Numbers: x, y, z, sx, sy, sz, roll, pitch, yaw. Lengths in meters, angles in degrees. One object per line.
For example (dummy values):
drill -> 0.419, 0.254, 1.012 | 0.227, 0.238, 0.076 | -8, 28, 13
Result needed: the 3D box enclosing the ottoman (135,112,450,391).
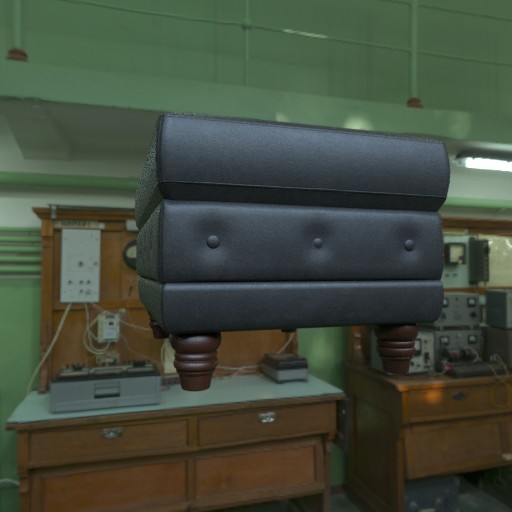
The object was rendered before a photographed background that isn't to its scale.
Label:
ottoman -> 0.000, 0.000, 1.169 | 0.590, 0.498, 0.795 | 0, -2, -18
